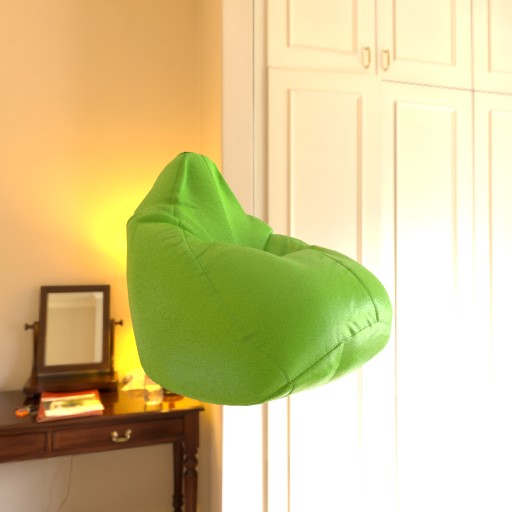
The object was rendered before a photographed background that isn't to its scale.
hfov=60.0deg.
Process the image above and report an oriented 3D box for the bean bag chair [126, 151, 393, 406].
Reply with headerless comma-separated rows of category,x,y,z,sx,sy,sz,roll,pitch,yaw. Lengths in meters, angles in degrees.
bean bag chair,0.000,0.000,1.885,1.070,0.990,1.070,0,-1,37
